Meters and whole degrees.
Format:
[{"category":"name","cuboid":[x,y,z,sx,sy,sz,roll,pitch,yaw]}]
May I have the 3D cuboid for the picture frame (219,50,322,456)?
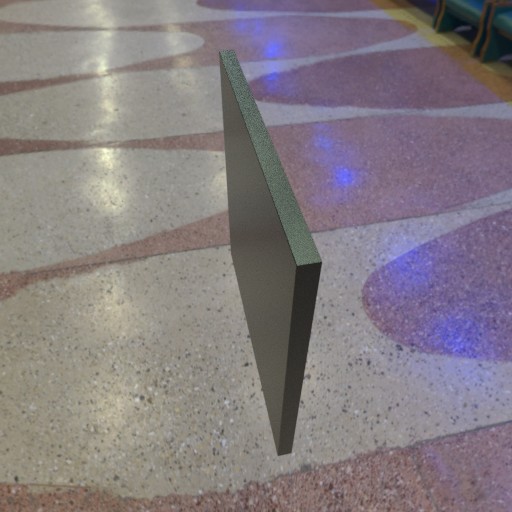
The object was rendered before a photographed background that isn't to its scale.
[{"category":"picture frame","cuboid":[0.000,0.000,0.856,0.029,0.557,0.559,-9,47,-8]}]
